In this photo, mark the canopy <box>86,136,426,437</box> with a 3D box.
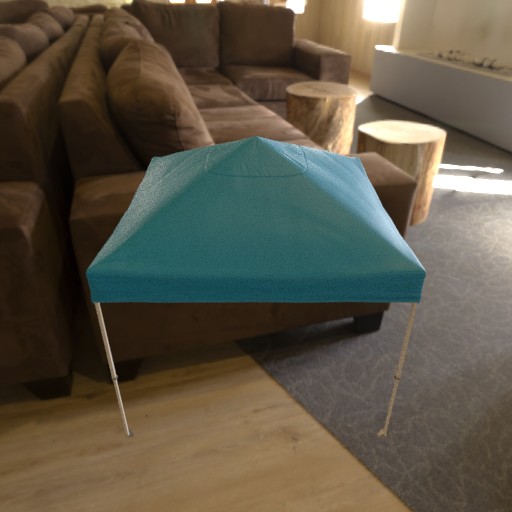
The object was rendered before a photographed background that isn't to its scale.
[{"bbox_3d":[0.000,0.000,5.509,2.998,2.997,2.996,0,32,0],"label":"canopy"}]
